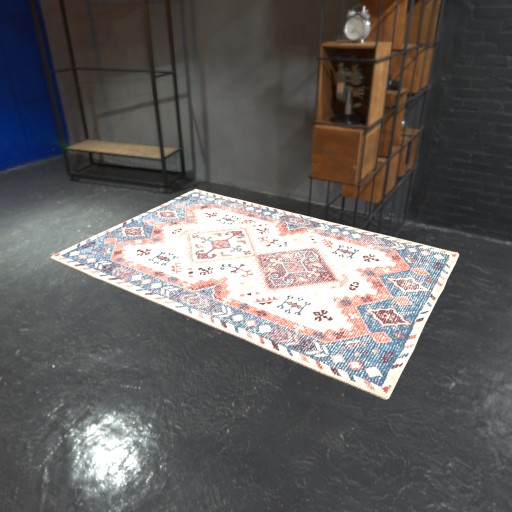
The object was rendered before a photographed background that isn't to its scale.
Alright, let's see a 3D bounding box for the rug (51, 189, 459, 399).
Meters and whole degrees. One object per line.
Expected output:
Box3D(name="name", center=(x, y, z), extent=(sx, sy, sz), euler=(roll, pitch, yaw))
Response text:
Box3D(name="rug", center=(0.000, 0.000, 2.377), extent=(1.840, 0.015, 1.225), euler=(17, 33, 28))
